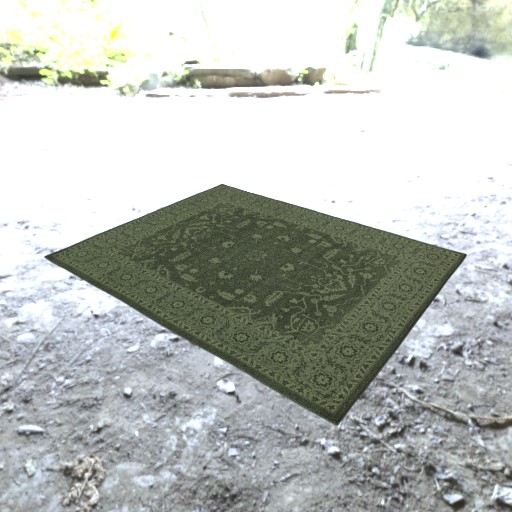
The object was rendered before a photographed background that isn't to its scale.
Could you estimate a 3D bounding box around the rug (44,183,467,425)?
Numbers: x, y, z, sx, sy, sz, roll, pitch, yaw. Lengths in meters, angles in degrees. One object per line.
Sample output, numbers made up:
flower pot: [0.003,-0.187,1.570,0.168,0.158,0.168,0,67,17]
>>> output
rug: [0.000,0.000,4.090,3.069,0.026,2.451,21,36,33]
